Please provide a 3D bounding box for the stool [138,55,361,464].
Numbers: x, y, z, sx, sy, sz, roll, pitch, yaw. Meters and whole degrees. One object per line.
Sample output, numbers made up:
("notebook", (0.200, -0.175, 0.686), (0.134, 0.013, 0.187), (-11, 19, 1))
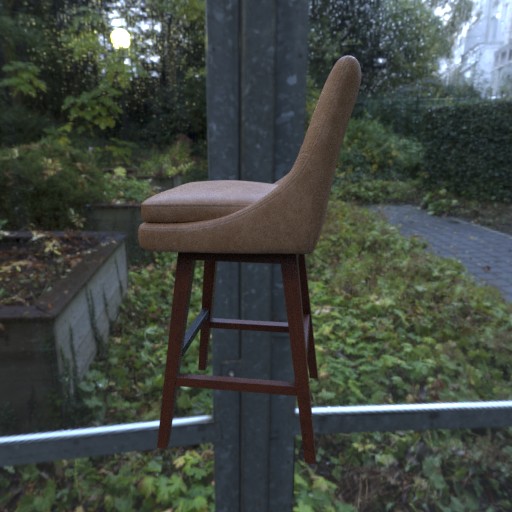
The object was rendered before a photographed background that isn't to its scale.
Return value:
("stool", (0.000, 0.000, 1.377), (0.572, 1.079, 0.487), (2, 16, 8))
